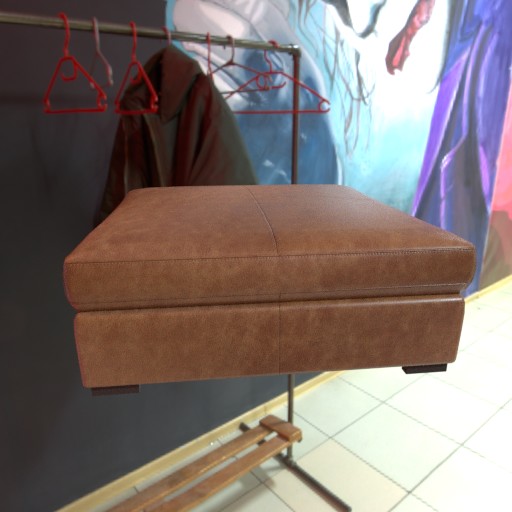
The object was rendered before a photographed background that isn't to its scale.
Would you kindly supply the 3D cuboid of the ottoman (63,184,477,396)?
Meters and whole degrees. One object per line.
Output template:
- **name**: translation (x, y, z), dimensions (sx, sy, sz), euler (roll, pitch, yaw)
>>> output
- **ottoman**: translation (0.000, 0.000, 1.810), dimensions (1.169, 0.483, 1.168), euler (-2, 17, -7)
